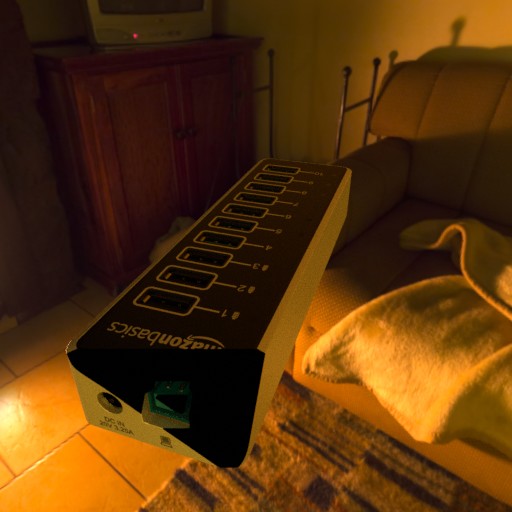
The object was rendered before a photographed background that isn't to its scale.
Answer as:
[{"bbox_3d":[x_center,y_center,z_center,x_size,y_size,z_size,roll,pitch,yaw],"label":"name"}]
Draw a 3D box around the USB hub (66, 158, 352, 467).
[{"bbox_3d":[0.000,0.000,0.157,0.044,0.023,0.145,10,32,17],"label":"USB hub"}]
